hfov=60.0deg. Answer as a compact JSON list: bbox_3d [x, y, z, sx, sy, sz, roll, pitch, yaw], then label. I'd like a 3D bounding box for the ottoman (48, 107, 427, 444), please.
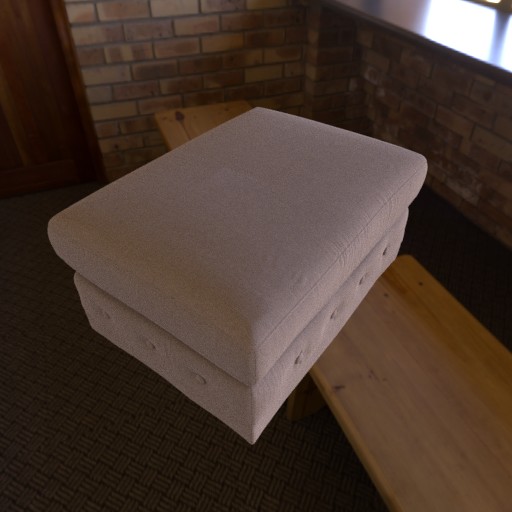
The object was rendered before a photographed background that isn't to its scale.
[{"bbox_3d":[0.000,0.000,1.156,0.569,0.500,0.771,26,47,27],"label":"ottoman"}]
